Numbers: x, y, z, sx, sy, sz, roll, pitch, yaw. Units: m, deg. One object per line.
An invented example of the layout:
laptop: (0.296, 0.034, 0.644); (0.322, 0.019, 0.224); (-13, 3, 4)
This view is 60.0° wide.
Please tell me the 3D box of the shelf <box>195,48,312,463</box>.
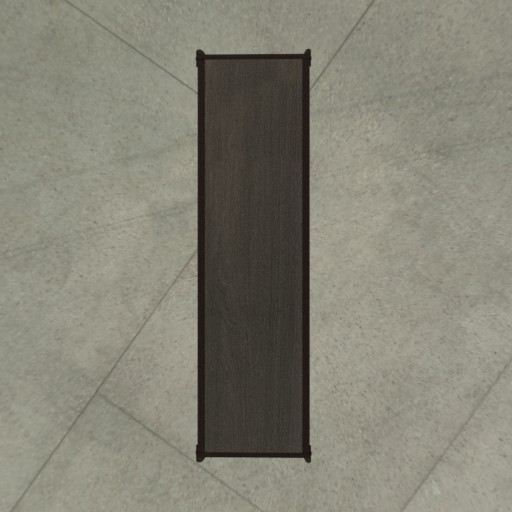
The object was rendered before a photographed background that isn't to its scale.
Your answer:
shelf: (0.000, 0.000, 1.840); (0.344, 1.063, 1.403); (0, 90, 1)
